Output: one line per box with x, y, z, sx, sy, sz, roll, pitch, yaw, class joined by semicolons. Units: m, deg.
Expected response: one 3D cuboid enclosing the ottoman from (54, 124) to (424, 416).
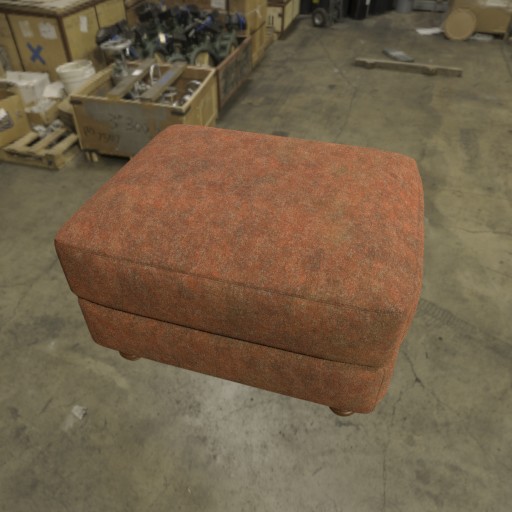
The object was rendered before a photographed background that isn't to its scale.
0.000;0.000;1.174;0.787;0.508;0.635;11;42;13;ottoman
